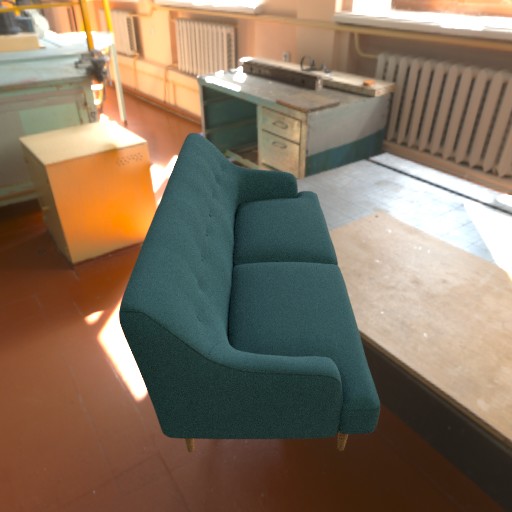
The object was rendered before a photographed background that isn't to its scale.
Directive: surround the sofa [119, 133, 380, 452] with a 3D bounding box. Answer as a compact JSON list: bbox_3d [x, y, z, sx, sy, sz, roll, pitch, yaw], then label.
[{"bbox_3d":[0.000,0.000,2.544,0.978,0.871,2.057,0,32,-1],"label":"sofa"}]
